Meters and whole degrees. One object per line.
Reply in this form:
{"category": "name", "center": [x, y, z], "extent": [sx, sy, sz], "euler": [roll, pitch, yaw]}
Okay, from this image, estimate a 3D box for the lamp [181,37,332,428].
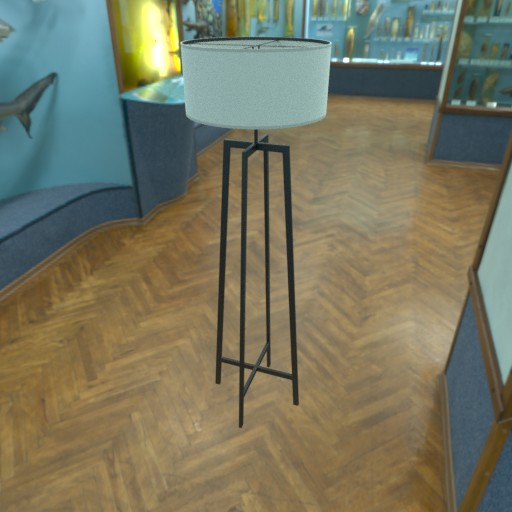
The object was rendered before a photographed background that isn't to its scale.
{"category": "lamp", "center": [0.000, 0.000, 1.732], "extent": [0.456, 1.510, 0.457], "euler": [10, 31, 17]}
